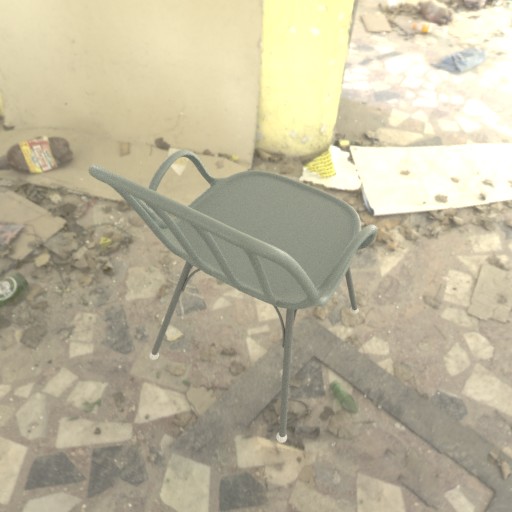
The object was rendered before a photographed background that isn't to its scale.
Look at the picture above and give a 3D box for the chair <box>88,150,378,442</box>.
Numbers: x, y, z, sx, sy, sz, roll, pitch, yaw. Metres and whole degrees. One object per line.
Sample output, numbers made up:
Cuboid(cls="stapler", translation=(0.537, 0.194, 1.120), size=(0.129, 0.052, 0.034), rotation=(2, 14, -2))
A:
Cuboid(cls="chair", translation=(0.000, 0.000, 1.186), size=(0.549, 0.816, 0.597), rotation=(26, 53, 21))
